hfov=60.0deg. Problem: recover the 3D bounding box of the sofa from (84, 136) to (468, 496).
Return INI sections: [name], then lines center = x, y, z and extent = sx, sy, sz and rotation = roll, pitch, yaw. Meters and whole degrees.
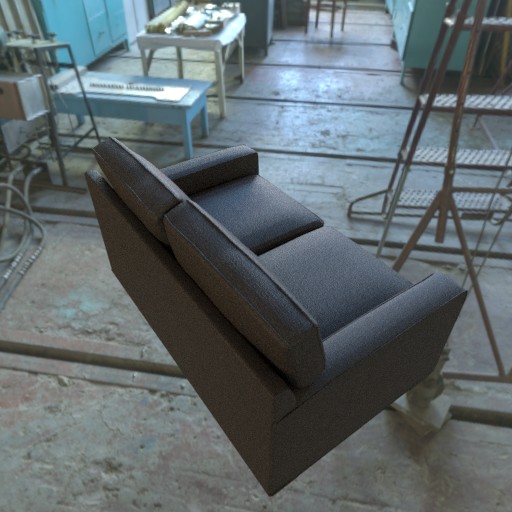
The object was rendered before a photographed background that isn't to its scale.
[sofa]
center = 0.000, 0.000, 2.058
extent = 0.974, 0.887, 1.534
rotation = -25, 46, -26
